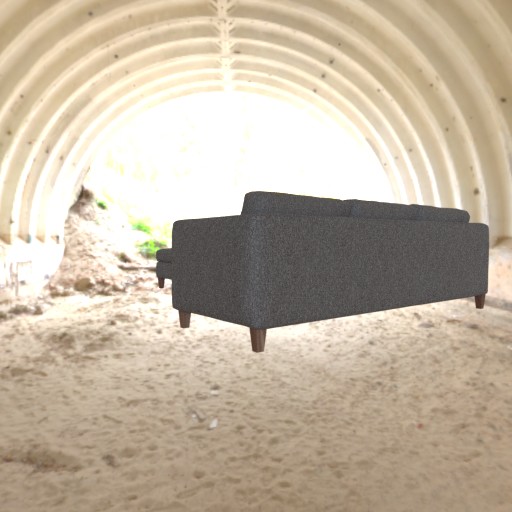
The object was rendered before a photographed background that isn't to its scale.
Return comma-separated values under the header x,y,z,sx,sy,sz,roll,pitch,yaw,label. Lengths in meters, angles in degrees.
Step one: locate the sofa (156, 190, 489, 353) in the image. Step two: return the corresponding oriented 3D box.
x,y,z,sx,sy,sz,roll,pitch,yaw,label
0.000,0.000,4.236,2.551,0.853,3.238,-2,3,-38,sofa
